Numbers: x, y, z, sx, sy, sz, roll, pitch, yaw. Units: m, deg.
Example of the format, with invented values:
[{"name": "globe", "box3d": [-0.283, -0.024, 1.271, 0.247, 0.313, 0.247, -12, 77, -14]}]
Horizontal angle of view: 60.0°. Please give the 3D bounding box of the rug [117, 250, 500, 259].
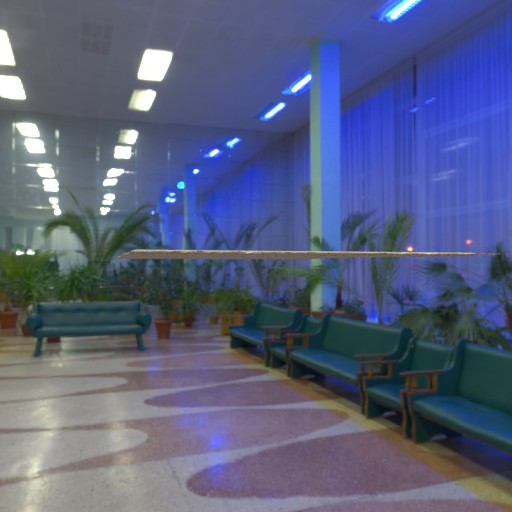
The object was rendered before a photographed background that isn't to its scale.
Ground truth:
[{"name": "rug", "box3d": [0.000, 0.000, 4.093, 2.388, 0.030, 3.213, 0, -1, -19]}]
